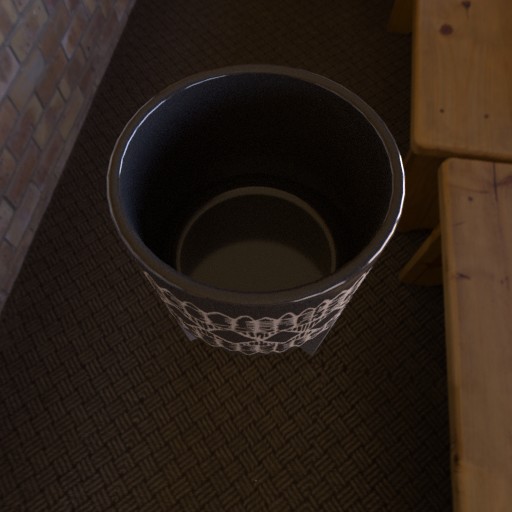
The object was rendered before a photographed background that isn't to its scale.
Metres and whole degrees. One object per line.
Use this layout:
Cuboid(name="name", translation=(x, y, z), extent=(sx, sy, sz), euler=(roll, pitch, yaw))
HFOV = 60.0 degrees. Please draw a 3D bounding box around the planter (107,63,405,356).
Cuboid(name="planter", translation=(0.000, 0.000, 0.408), extent=(0.196, 0.264, 0.196), euler=(-21, 65, -10))
